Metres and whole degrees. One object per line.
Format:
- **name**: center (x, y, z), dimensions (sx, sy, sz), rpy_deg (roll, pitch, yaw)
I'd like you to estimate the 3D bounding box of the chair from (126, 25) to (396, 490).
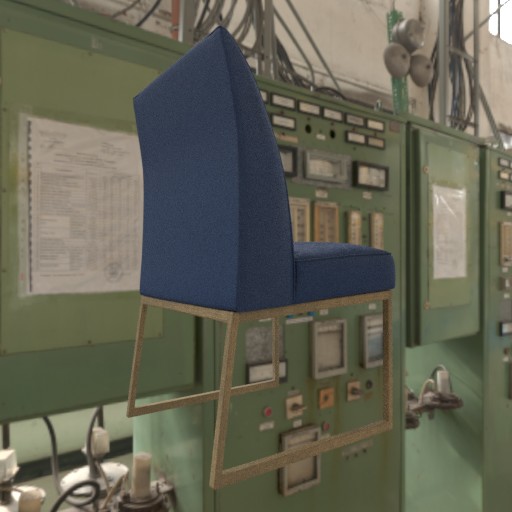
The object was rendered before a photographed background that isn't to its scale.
- **chair**: center (0.000, 0.000, 1.156), dimensions (0.522, 0.863, 0.508), rpy_deg (0, -1, -35)
